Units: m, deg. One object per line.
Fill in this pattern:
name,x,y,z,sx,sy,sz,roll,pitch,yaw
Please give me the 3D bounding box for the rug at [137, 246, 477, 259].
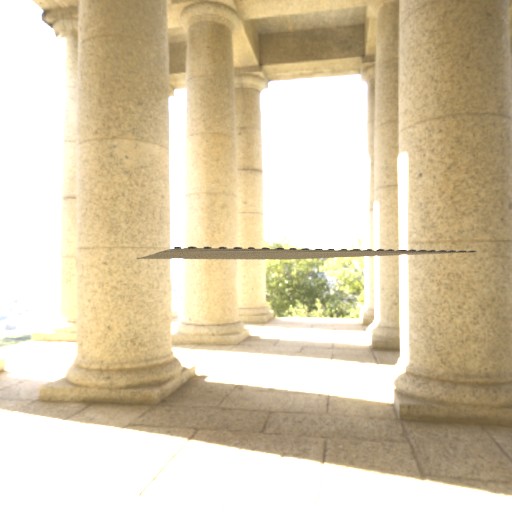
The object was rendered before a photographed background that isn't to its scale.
rug,0.000,0.000,2.618,1.248,0.009,2.108,0,-1,-18
